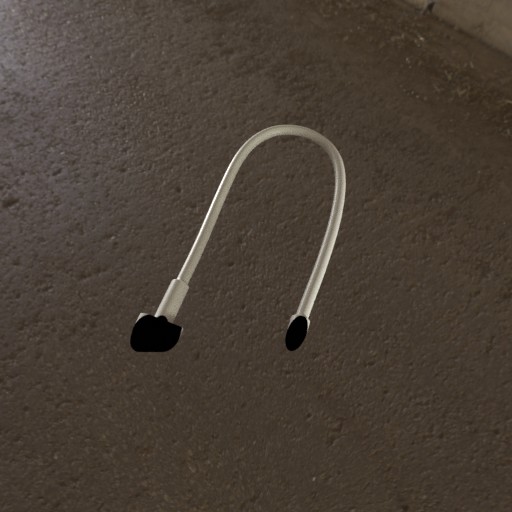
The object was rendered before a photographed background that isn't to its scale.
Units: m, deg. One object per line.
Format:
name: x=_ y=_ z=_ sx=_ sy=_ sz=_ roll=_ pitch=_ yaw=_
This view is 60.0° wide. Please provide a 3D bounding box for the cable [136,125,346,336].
cable: x=0.000 y=0.000 z=0.111 sx=0.041 sy=0.005 sz=0.098 roll=15 pitch=58 yaw=10
